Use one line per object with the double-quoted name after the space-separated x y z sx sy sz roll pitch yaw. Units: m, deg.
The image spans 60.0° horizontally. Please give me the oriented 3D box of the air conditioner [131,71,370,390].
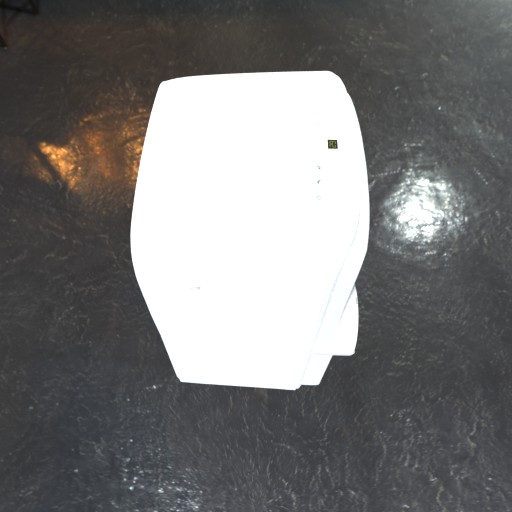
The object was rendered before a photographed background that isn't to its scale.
0.000 0.000 1.067 0.467 0.765 0.478 1 60 1 "air conditioner"
